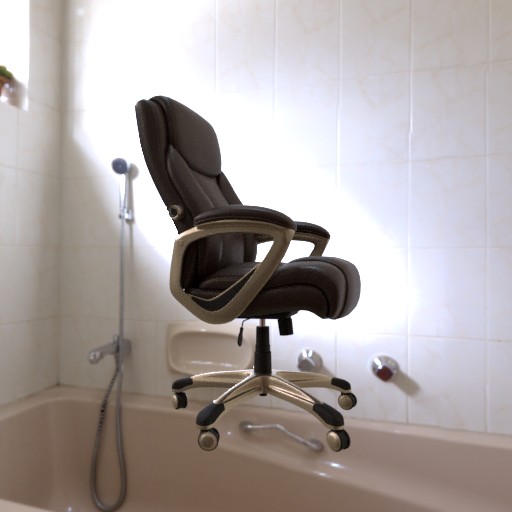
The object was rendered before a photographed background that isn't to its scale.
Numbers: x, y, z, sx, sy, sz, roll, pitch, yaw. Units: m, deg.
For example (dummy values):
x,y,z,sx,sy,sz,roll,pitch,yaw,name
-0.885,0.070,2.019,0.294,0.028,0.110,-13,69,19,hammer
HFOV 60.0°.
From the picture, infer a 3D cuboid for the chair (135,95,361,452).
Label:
x,y,z,sx,sy,sz,roll,pitch,yaw,name
0.000,0.000,1.656,0.749,1.194,0.692,0,-1,20,chair
